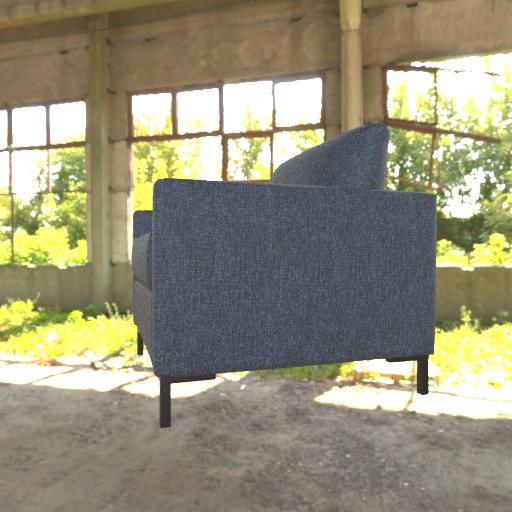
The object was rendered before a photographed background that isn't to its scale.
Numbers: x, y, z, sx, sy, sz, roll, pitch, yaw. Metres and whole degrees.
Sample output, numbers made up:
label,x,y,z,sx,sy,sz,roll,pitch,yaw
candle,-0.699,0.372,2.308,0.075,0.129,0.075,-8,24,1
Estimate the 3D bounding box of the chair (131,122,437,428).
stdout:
label,x,y,z,sx,sy,sz,roll,pitch,yaw
chair,0.000,0.000,1.651,0.866,0.861,0.963,0,0,-19
